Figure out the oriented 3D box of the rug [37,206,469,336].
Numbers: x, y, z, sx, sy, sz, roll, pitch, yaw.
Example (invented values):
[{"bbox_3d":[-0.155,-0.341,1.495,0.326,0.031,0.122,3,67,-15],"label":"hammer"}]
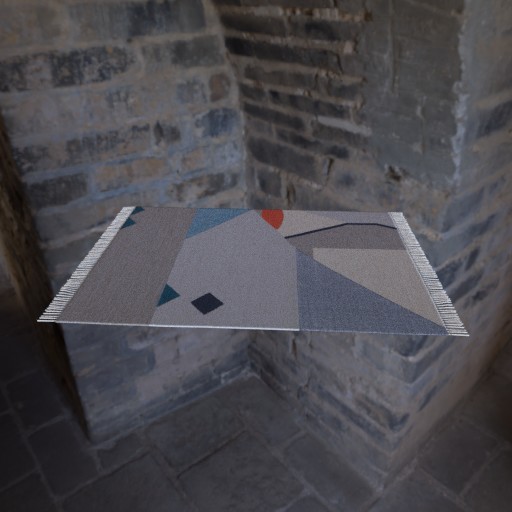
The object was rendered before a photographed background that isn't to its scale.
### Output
[{"bbox_3d":[0.000,0.000,2.384,1.828,0.005,1.220,2,30,3],"label":"rug"}]
